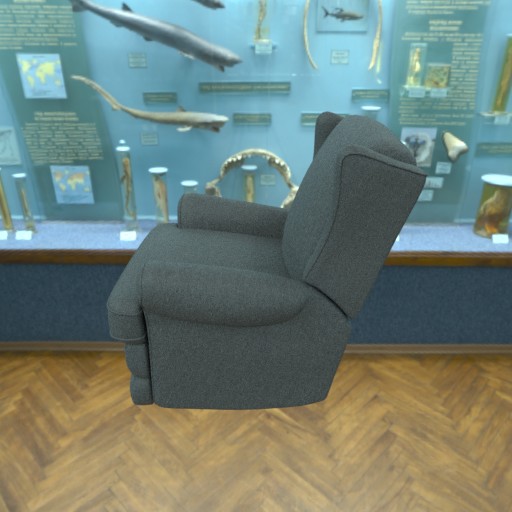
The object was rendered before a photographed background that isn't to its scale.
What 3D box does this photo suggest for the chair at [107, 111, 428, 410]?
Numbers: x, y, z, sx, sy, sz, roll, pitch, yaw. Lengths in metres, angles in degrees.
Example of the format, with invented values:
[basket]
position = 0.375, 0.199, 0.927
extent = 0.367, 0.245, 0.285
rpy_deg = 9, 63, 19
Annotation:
[chair]
position = 0.000, 0.000, 1.704
extent = 0.969, 1.011, 0.847
rpy_deg = 1, 26, 2
